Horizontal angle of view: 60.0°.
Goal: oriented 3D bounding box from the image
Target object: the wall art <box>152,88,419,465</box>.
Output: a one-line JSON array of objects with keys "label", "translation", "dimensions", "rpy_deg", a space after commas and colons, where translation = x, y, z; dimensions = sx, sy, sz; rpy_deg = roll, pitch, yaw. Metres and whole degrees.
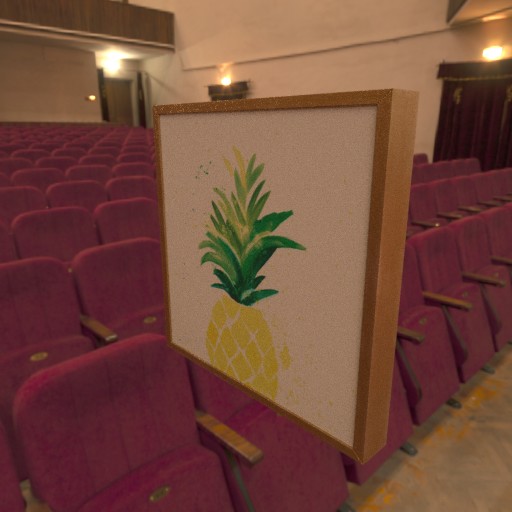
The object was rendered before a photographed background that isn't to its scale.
[{"label": "wall art", "translation": [0.000, 0.000, 0.459], "dimensions": [0.038, 0.305, 0.306], "rpy_deg": [-15, 22, -42]}]
